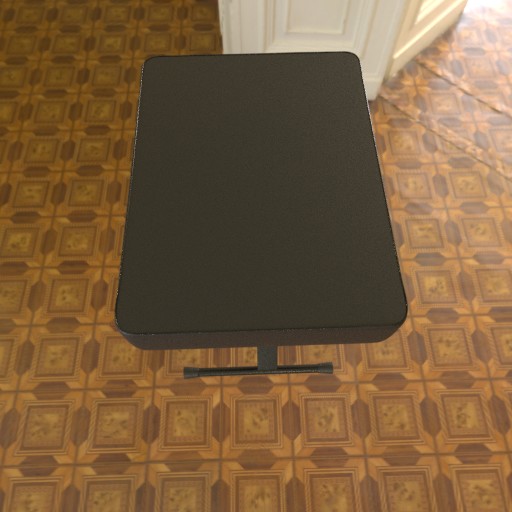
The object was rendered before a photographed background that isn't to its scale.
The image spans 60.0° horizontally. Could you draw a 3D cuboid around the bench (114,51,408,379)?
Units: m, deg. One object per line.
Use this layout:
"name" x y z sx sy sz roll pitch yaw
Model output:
"bench" 0.000 0.000 0.786 0.321 0.500 0.424 -2 64 -1
